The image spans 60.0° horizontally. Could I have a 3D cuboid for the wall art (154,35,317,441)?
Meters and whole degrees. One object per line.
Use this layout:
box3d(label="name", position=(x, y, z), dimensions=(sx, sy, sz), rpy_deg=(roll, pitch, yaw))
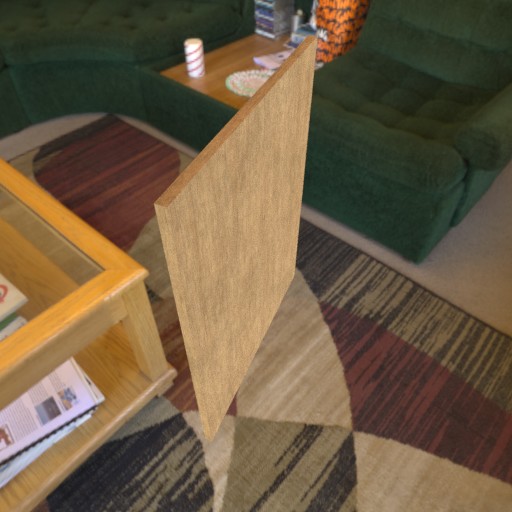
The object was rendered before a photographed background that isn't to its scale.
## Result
box3d(label="wall art", position=(0.000, 0.000, 0.912), dimensions=(0.018, 0.686, 0.534), rpy_deg=(18, 49, 16))
